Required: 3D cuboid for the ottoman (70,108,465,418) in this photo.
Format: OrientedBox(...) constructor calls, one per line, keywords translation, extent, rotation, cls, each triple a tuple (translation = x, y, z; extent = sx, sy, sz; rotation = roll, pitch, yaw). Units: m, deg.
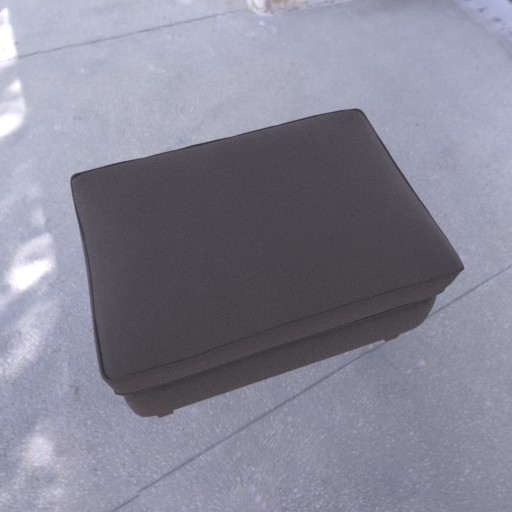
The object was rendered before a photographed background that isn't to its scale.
OrientedBox(translation=(0.000, 0.000, 0.992), extent=(0.686, 0.406, 0.508), rotation=(-16, 60, -9), cls="ottoman")
